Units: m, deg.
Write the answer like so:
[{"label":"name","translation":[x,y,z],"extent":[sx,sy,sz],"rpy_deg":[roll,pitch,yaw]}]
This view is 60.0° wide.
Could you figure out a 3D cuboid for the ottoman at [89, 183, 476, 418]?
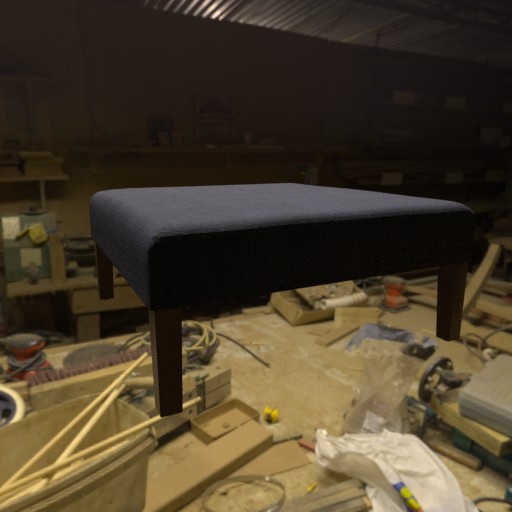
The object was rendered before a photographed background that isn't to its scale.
[{"label":"ottoman","translation":[0.000,0.000,1.410],"extent":[0.889,0.411,0.890],"rpy_deg":[-7,15,-26]}]
